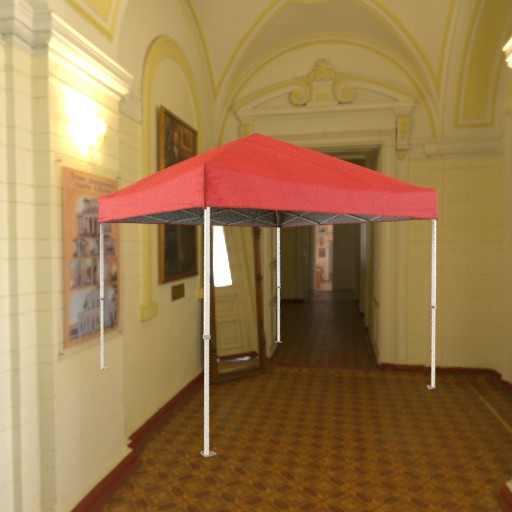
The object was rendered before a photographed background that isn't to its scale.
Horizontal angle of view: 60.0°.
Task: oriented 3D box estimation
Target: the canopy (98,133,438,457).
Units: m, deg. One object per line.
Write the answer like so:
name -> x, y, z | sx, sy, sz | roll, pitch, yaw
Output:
canopy -> 0.000, 0.000, 5.431 | 2.996, 2.997, 2.998 | -1, 2, -34
